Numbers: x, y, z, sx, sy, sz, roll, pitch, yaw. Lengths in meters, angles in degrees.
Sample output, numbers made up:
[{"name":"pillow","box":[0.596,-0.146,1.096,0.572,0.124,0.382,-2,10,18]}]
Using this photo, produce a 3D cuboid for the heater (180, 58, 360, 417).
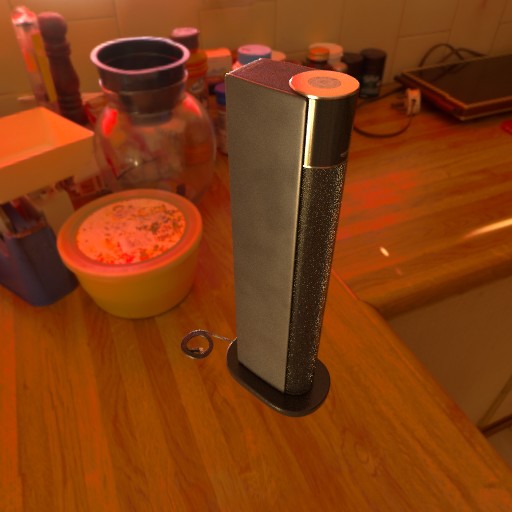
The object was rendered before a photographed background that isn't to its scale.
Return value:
[{"name":"heater","box":[0.000,0.000,1.032,0.458,0.856,0.214,26,48,26]}]
